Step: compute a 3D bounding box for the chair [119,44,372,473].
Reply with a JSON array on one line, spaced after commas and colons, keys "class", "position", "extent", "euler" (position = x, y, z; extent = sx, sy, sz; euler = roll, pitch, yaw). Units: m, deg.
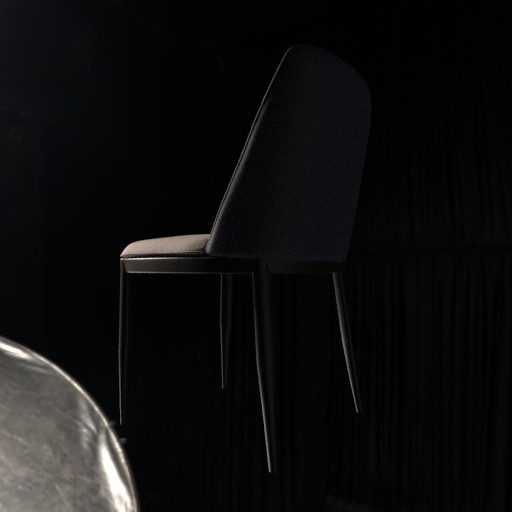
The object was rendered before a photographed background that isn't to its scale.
[{"class": "chair", "position": [0.000, 0.000, 1.132], "extent": [0.551, 0.839, 0.480], "euler": [-1, -2, 35]}]
